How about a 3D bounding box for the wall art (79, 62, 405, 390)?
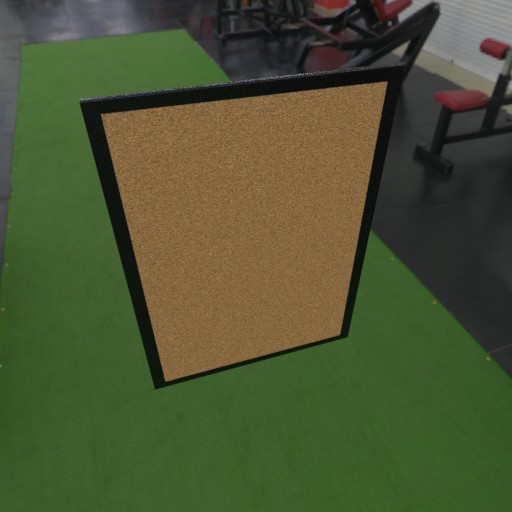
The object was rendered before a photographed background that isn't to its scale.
[{"bbox_3d":[0.000,0.000,1.240,0.707,0.967,0.013,-12,42,-14],"label":"wall art"}]
